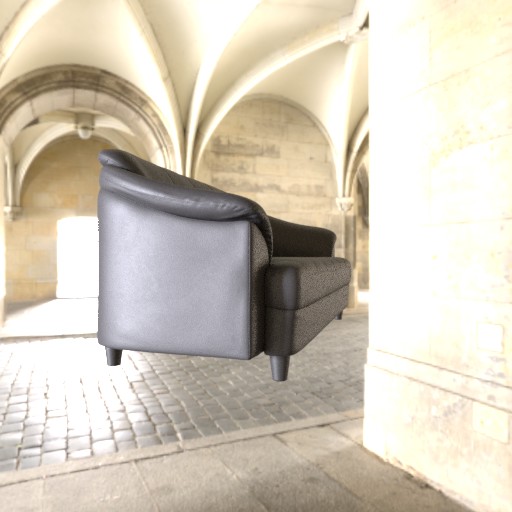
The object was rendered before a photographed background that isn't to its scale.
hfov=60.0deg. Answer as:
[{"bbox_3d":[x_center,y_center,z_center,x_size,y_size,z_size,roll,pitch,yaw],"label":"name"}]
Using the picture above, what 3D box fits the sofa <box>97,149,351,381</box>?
[{"bbox_3d":[0.000,0.000,2.241,0.800,0.811,1.829,0,0,18],"label":"sofa"}]
